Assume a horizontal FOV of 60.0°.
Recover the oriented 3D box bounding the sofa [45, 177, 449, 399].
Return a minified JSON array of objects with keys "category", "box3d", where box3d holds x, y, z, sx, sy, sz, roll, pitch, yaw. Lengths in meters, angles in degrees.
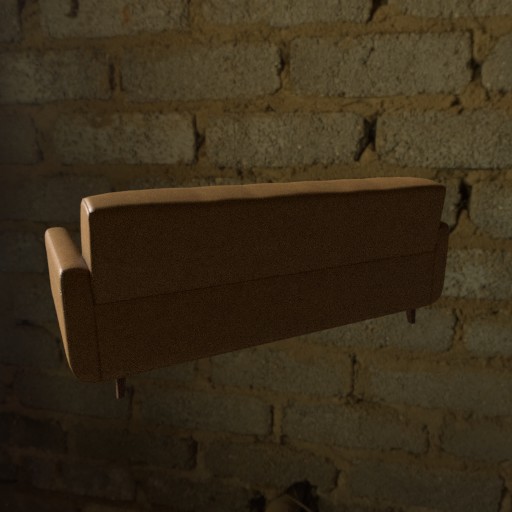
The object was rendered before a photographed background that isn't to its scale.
[{"category":"sofa","box3d":[0.000,0.000,2.549,2.137,0.892,0.980,-8,16,-27]}]
